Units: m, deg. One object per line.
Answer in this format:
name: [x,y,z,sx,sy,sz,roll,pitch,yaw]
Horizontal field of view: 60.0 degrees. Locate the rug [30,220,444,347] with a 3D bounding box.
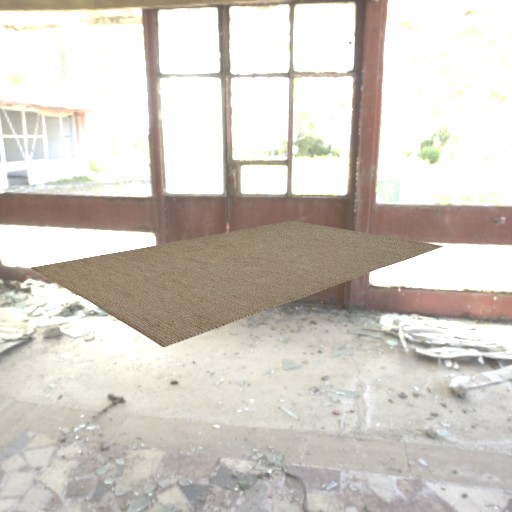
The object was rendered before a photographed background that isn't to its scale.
rug: [0.000,0.000,3.045,2.439,0.011,1.533,-13,20,-42]
